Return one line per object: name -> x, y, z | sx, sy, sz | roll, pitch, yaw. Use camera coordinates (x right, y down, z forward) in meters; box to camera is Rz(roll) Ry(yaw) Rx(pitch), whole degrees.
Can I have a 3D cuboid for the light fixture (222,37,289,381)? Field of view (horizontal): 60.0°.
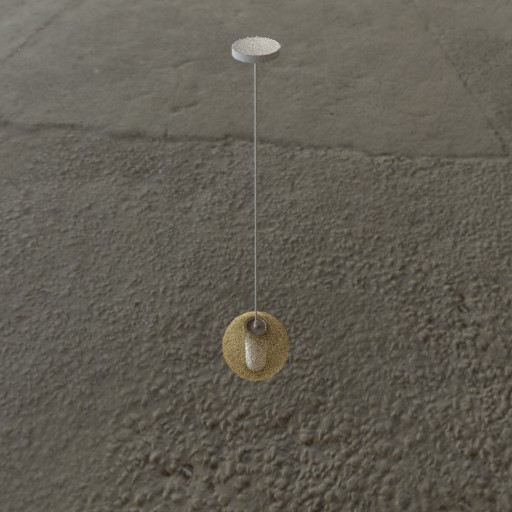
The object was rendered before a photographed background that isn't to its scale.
light fixture -> 0.000, 0.000, 2.148 | 0.407, 1.955, 0.406 | 3, 45, 3
